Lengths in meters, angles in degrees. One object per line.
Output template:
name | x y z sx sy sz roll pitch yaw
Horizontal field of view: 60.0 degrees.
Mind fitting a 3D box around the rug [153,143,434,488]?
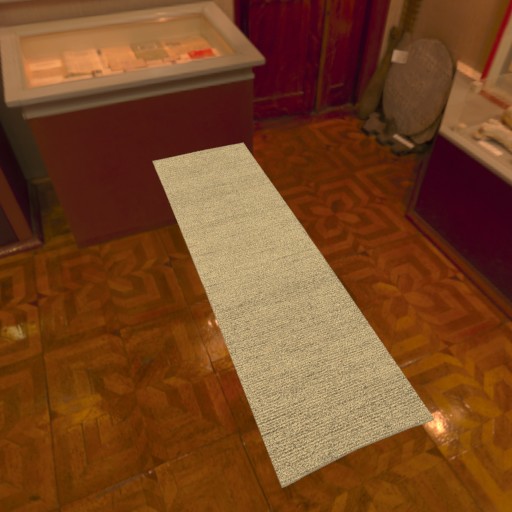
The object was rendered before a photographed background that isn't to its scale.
rug | 0.000 0.000 2.489 0.692 0.032 2.320 -15 47 -15
